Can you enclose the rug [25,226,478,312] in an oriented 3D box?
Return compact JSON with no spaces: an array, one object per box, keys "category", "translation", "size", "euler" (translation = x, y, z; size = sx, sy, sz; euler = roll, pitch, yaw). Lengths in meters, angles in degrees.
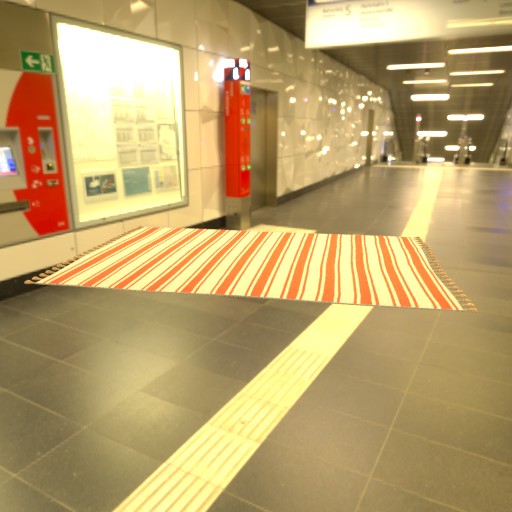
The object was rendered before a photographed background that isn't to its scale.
[{"category":"rug","translation":[0.000,0.000,3.037],"size":[2.433,0.022,1.556],"euler":[3,16,10]}]
